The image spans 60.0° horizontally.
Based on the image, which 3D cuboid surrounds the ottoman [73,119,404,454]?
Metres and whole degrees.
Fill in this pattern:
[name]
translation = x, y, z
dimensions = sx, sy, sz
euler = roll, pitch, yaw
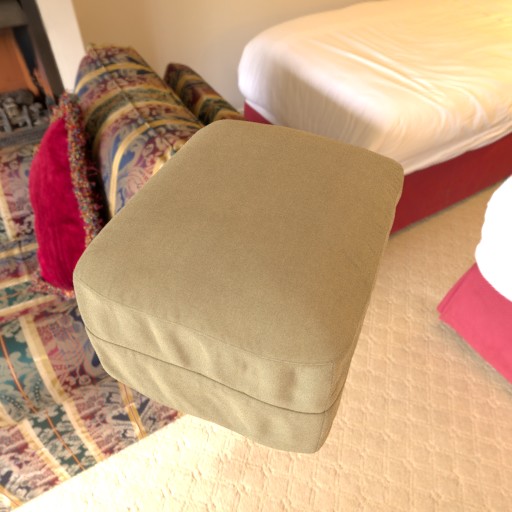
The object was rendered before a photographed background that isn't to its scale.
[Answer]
[ottoman]
translation = 0.000, 0.000, 1.095
dimensions = 0.584, 0.480, 0.712
euler = 16, 48, 15
